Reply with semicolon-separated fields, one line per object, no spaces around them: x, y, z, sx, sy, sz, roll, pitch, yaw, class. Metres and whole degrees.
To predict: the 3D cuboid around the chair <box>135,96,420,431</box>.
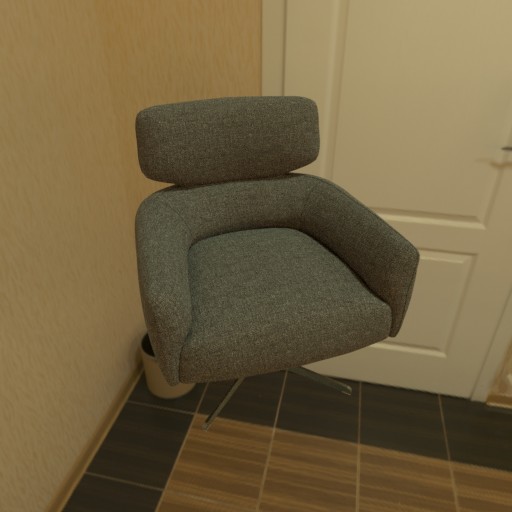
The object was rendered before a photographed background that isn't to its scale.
0.000;0.000;1.361;0.706;0.812;0.715;-9;33;-14;chair
